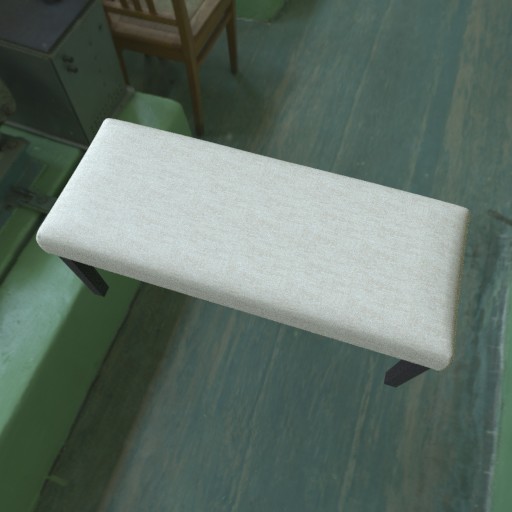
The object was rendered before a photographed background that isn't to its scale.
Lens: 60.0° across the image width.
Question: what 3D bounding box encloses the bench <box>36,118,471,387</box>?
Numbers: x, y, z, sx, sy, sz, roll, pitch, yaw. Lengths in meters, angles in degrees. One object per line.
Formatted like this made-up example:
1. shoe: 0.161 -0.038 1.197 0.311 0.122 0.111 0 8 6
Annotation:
1. bench: 0.000 0.000 1.253 1.013 0.456 0.407 16 65 8
